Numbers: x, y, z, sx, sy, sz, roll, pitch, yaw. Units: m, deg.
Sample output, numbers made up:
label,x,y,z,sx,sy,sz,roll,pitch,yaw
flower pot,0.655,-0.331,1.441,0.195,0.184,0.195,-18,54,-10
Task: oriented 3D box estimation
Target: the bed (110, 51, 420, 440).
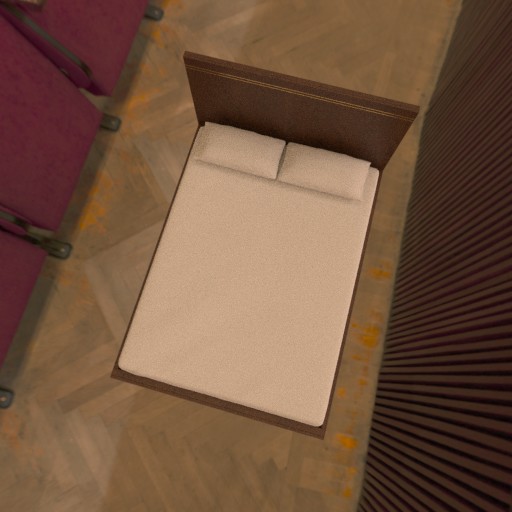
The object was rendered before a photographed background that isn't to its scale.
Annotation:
label,x,y,z,sx,sy,sz,roll,pitch,yaw
bed,0.000,0.000,3.234,1.613,1.169,2.221,15,75,4
